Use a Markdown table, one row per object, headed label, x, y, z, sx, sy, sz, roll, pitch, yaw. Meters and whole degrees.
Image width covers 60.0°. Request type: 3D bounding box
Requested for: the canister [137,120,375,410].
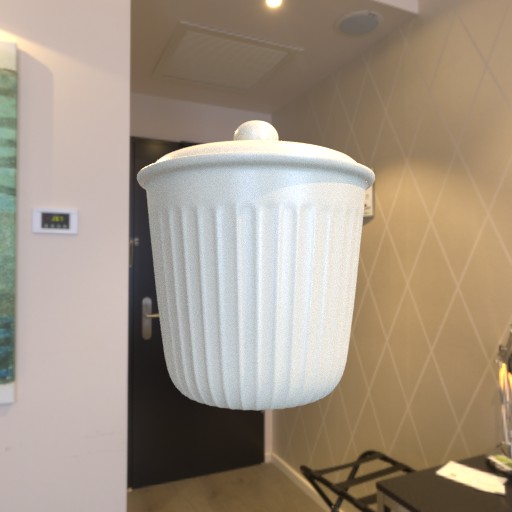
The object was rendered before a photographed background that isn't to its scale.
| label | x | y | z | sx | sy | sz | roll | pitch | yaw |
| --- | --- | --- | --- | --- | --- | --- | --- | --- | --- |
| canister | 0.000 | 0.000 | 0.347 | 0.181 | 0.211 | 0.181 | 0 | -1 | 0 |
